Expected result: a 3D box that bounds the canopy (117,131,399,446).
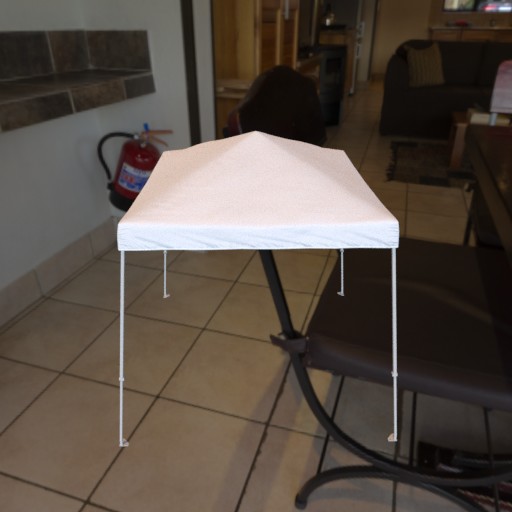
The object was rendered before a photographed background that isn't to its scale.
[{"bbox_3d":[0.000,0.000,5.141,2.848,2.849,2.849,-1,28,-1],"label":"canopy"}]
